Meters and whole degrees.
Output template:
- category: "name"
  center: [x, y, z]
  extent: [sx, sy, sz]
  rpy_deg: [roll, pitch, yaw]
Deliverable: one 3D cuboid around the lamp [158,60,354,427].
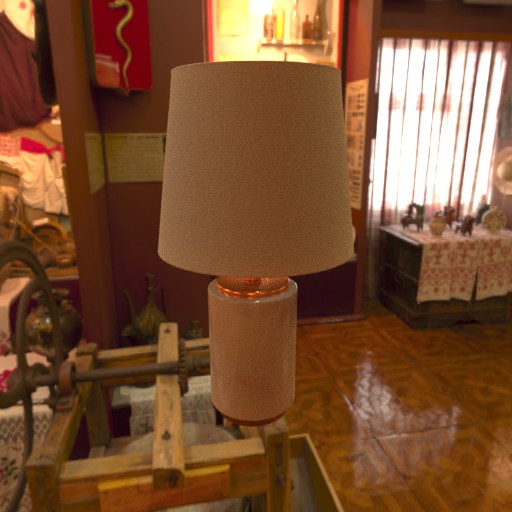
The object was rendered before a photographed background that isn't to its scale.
- category: "lamp"
  center: [0.000, 0.000, 0.441]
  extent: [0.189, 0.340, 0.189]
  rpy_deg: [0, 16, 0]
